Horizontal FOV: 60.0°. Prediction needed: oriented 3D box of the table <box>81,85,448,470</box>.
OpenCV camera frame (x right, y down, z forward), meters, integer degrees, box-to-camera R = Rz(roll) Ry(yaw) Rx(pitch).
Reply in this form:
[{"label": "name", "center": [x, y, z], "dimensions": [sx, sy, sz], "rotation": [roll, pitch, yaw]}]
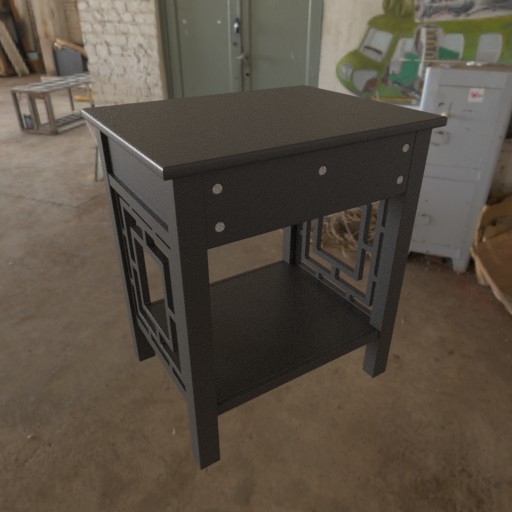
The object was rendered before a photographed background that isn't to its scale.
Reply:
[{"label": "table", "center": [0.000, 0.000, 1.022], "dimensions": [0.564, 0.646, 0.451], "rotation": [-17, 34, -27]}]
